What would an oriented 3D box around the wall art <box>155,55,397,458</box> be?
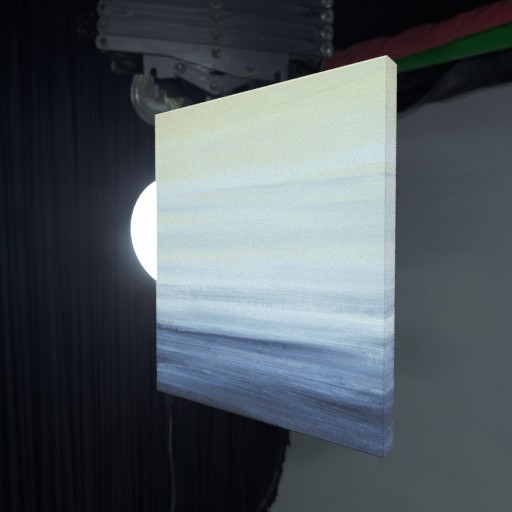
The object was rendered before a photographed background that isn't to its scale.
[{"bbox_3d":[0.000,0.000,0.706,0.435,0.511,0.037,1,2,37],"label":"wall art"}]
